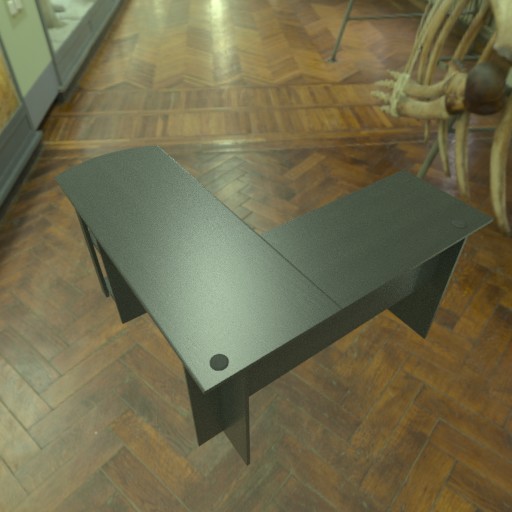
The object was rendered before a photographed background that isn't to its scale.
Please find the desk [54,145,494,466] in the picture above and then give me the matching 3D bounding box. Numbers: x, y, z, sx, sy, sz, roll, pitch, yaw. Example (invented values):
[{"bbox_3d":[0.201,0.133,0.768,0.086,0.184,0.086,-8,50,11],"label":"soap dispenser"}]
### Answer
[{"bbox_3d":[0.000,0.000,2.093,1.303,0.716,1.361,-25,48,-26],"label":"desk"}]
